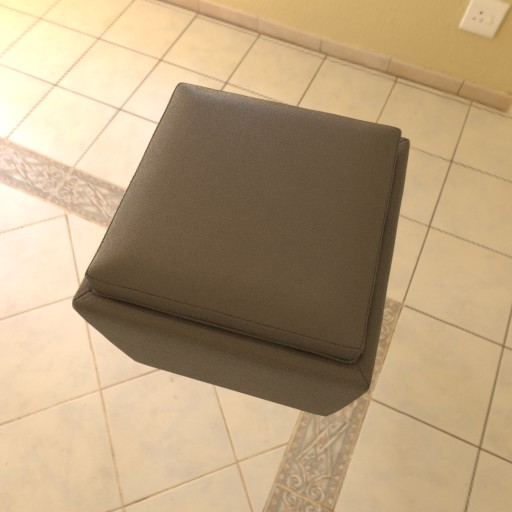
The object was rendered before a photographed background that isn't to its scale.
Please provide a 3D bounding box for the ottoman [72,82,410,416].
[{"bbox_3d":[0.000,0.000,0.836,0.451,0.460,0.450,14,65,7],"label":"ottoman"}]
